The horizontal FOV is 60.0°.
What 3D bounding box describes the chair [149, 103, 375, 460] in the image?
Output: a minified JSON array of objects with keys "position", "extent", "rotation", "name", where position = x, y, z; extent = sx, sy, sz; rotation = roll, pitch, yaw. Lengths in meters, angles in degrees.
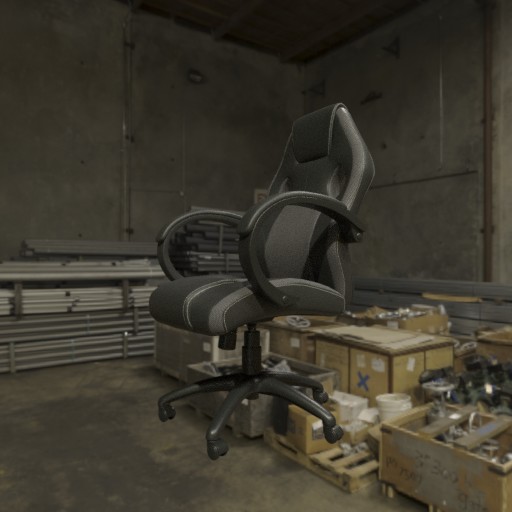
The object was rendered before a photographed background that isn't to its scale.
[{"position":[0.000,0.000,1.618],"extent":[0.724,1.187,0.673],"rotation":[0,-1,-35],"name":"chair"}]
